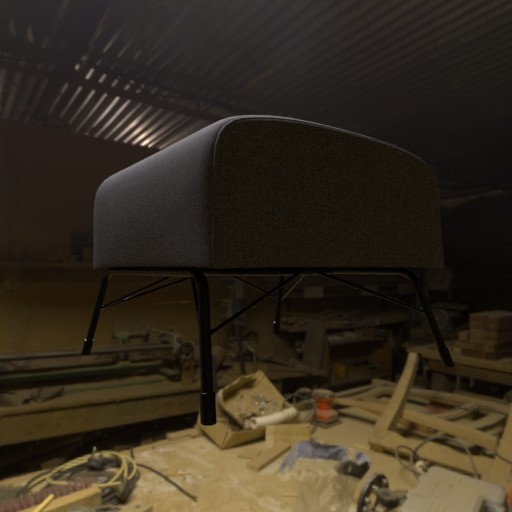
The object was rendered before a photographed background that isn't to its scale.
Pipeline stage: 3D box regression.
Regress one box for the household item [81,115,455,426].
[{"bbox_3d":[0.000,0.000,0.880,0.530,0.410,0.530,1,-2,-36],"label":"household item"}]
